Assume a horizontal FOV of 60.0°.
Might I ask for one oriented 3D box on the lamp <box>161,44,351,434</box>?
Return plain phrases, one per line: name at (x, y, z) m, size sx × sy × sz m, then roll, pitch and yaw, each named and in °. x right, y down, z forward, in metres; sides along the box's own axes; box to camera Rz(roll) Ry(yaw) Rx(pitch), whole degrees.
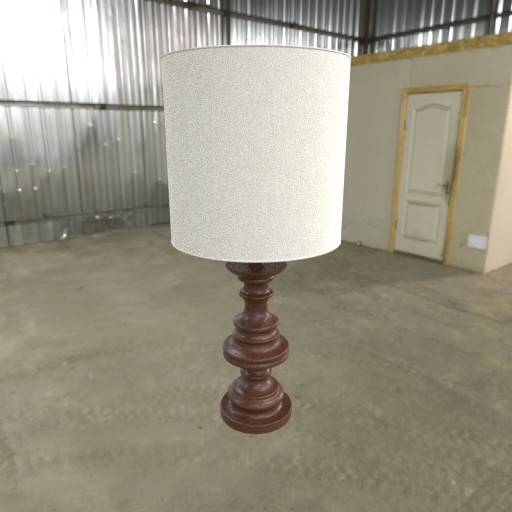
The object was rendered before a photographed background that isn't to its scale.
lamp at (0.000, 0.000, 0.560) m, size 0.208 × 0.455 × 0.208 m, roll -3°, pitch 17°, yaw -9°
